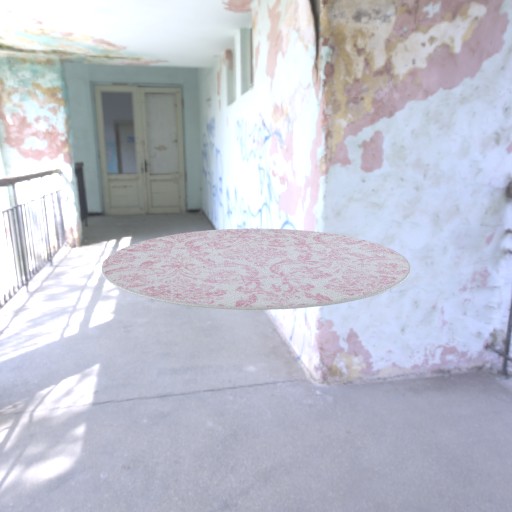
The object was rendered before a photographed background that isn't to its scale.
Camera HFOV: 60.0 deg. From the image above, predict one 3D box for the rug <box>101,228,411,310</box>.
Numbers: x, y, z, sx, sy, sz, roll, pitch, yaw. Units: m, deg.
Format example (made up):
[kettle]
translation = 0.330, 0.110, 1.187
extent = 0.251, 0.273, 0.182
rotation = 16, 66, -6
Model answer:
[rug]
translation = 0.000, 0.000, 2.407
extent = 1.593, 0.012, 1.593
rotation = 0, 14, 0
